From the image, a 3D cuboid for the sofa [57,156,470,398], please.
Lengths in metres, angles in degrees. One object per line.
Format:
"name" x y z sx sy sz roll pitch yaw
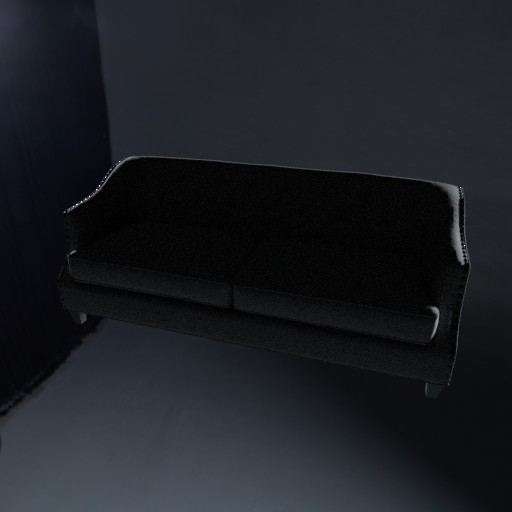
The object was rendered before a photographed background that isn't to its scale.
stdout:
"sofa" 0.000 0.000 2.666 2.235 0.901 0.914 8 28 15
